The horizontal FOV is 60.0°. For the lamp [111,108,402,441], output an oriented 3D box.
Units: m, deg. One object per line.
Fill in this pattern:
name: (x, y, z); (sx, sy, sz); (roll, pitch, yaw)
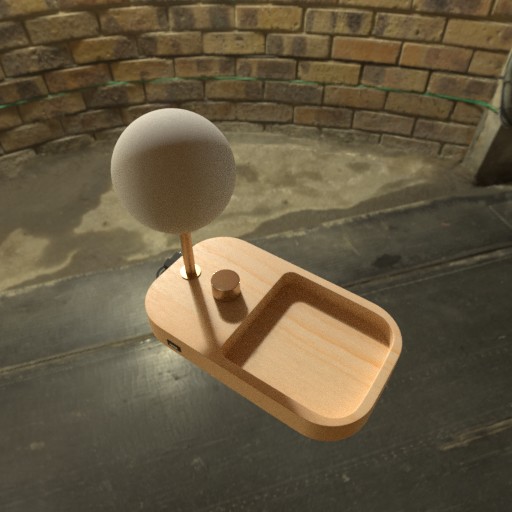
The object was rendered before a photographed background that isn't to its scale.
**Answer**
lamp: (0.000, 0.000, 0.461); (0.331, 0.253, 0.173); (26, 51, 23)
